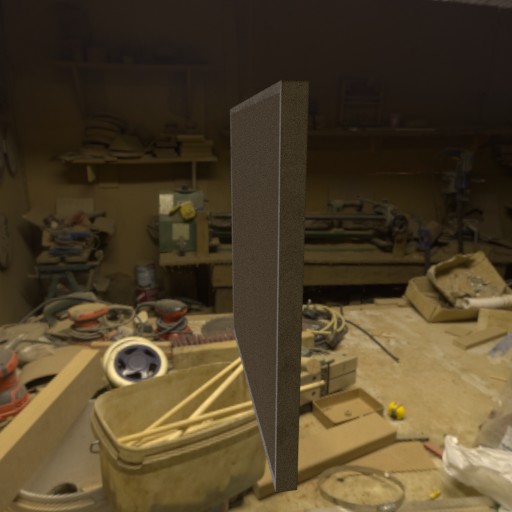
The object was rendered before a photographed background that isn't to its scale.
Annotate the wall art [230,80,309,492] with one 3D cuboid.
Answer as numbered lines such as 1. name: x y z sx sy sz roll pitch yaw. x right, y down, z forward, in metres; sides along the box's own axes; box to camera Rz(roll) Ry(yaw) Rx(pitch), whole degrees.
1. wall art: 0.000 0.000 0.759 0.029 0.506 0.508 -2 15 -9
